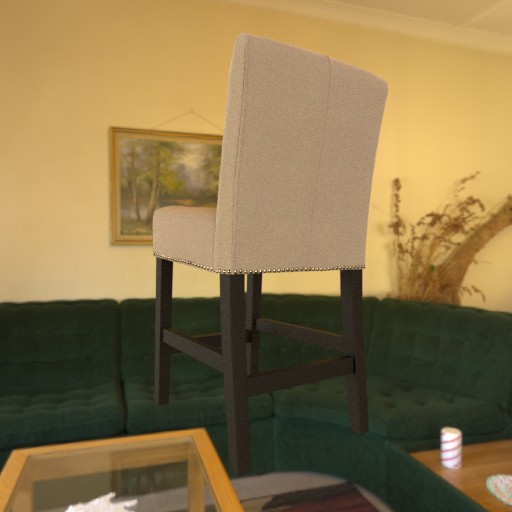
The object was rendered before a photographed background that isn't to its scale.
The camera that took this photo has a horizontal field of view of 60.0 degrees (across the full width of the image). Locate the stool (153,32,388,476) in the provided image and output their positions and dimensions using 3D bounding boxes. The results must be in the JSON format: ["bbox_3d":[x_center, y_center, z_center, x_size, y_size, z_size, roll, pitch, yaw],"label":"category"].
[{"bbox_3d":[0.000,0.000,1.182,0.427,0.885,0.571,-1,1,-35],"label":"stool"}]
